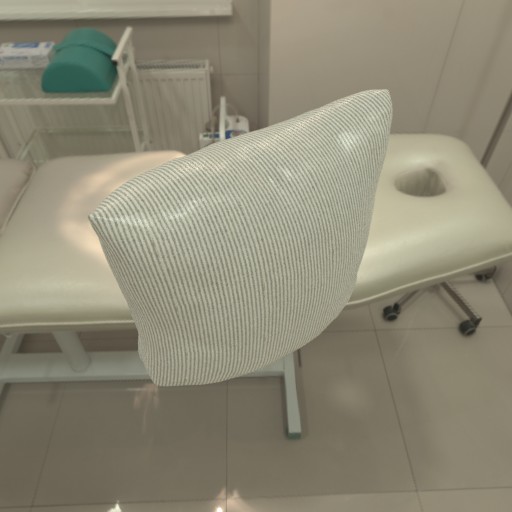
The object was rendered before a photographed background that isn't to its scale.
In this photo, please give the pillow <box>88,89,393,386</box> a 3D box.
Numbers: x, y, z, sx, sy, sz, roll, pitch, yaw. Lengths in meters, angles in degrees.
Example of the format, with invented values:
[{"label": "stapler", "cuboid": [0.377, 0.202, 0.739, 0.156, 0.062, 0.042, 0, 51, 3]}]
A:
[{"label": "pillow", "cuboid": [0.000, 0.000, 0.693, 0.387, 0.432, 0.310, -2, 47, -2]}]
